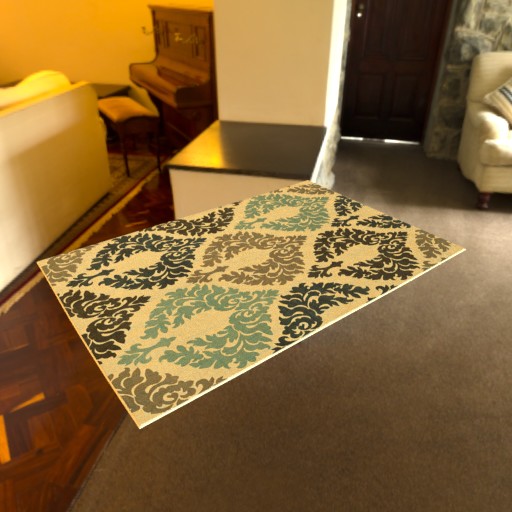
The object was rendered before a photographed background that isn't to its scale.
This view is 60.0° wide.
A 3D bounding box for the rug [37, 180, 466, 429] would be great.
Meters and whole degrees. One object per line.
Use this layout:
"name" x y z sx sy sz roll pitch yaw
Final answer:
"rug" 0.000 0.000 2.801 2.275 0.014 1.514 -21 37 -31
